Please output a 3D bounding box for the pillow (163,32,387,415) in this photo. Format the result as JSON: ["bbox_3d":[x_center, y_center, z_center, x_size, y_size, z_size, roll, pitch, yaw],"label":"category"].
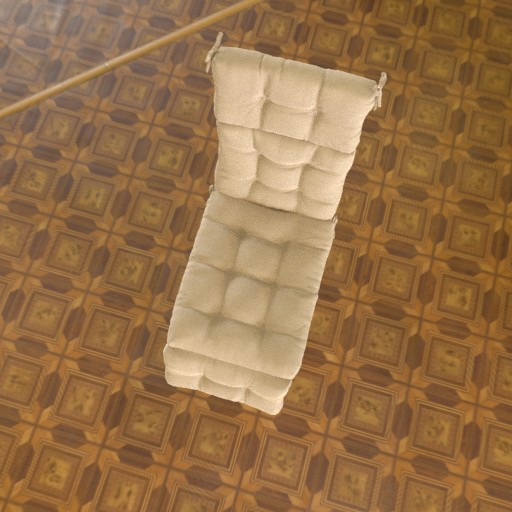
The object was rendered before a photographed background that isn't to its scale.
[{"bbox_3d":[0.000,0.000,1.515,0.526,0.863,1.016,15,75,4],"label":"pillow"}]
